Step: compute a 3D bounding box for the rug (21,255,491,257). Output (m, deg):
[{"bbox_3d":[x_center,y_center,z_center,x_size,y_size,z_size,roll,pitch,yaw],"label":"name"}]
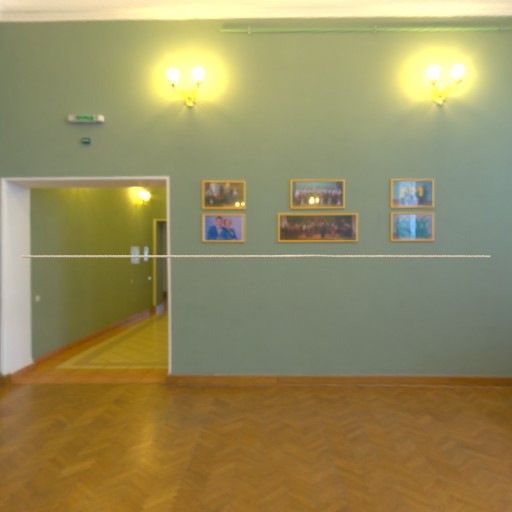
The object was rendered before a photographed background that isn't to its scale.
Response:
[{"bbox_3d":[0.000,0.000,4.027,3.009,0.019,2.423,0,0,0],"label":"rug"}]
